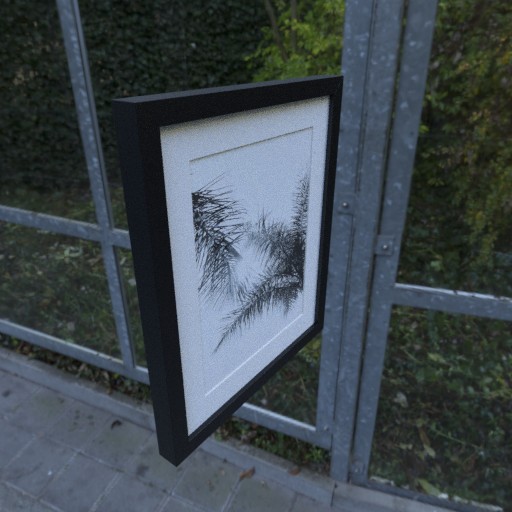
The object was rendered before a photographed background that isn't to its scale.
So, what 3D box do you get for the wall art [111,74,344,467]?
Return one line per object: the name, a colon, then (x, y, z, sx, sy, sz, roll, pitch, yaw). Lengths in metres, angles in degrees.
wall art: (0.000, 0.000, 0.526, 0.028, 0.380, 0.325, 18, 32, 33)
